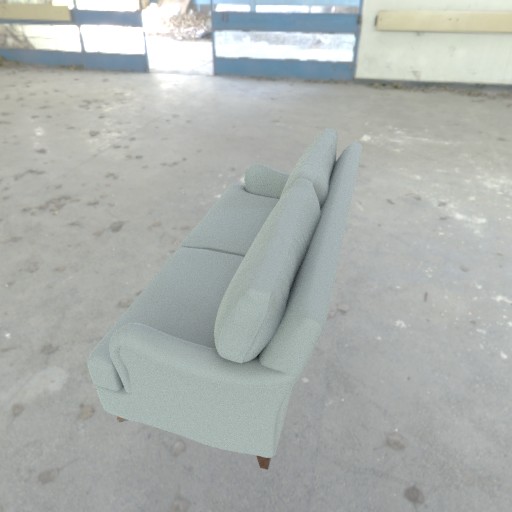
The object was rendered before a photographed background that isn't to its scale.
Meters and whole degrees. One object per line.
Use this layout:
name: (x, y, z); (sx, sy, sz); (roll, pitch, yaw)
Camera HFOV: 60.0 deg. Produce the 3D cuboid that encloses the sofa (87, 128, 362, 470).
sofa: (0.000, 0.000, 2.753); (1.069, 1.096, 2.193); (8, 32, 13)
